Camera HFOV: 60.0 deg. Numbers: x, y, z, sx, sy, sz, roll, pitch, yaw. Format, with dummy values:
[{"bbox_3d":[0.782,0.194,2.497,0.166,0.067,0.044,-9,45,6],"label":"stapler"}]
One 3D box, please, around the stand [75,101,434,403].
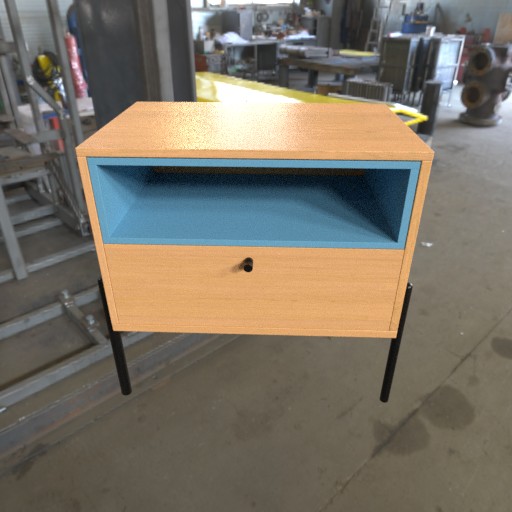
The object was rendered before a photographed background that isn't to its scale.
[{"bbox_3d":[0.000,0.000,1.018,0.630,0.600,0.400,1,30,2],"label":"stand"}]
